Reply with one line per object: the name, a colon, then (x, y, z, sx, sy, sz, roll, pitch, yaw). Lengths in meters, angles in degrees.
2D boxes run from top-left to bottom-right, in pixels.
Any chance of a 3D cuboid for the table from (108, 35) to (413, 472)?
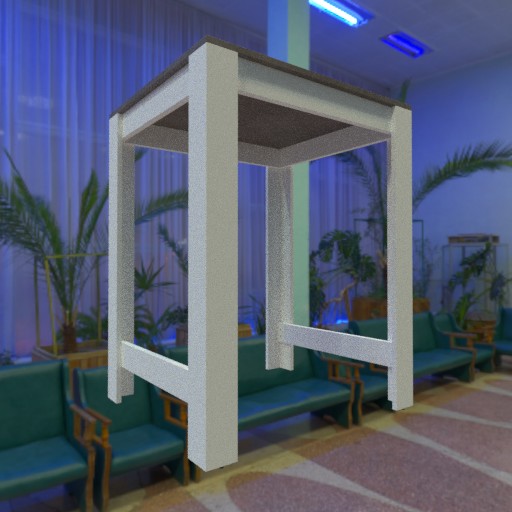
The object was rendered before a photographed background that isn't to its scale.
table: (0.000, 0.000, 1.546, 0.800, 1.020, 0.700, 1, -1, -36)
